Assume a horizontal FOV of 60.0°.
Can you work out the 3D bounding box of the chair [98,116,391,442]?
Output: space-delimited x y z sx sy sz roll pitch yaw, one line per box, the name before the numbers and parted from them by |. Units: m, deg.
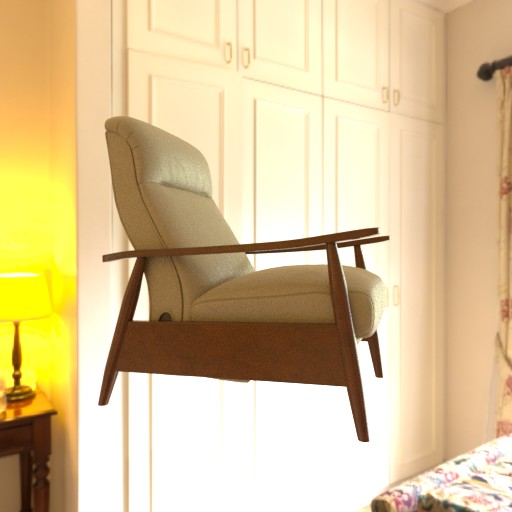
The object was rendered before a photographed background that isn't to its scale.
chair | 0.000 0.000 1.794 1.014 1.082 0.762 0 1 19
